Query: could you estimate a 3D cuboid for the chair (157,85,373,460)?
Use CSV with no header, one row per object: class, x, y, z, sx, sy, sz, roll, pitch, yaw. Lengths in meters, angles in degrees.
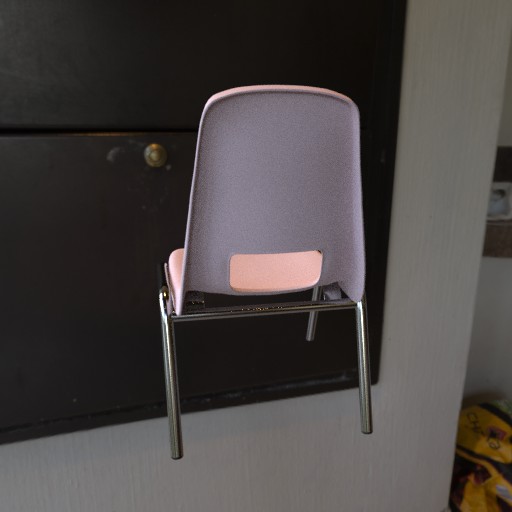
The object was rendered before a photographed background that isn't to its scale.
chair,0.000,0.000,0.793,0.354,0.536,0.385,-3,15,-11
